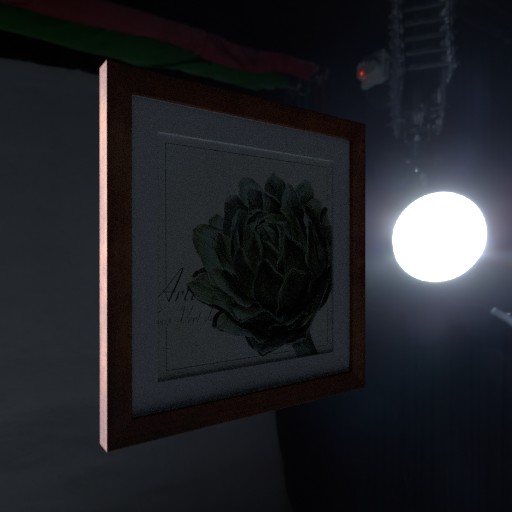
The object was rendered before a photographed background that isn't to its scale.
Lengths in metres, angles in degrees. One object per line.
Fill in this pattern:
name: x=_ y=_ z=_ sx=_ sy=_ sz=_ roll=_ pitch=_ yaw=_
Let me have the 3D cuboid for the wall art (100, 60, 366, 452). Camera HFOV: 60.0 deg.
wall art: x=0.000 y=0.000 z=0.818 sx=0.554 sy=0.572 sz=0.037 roll=0 pitch=0 yaw=-35
